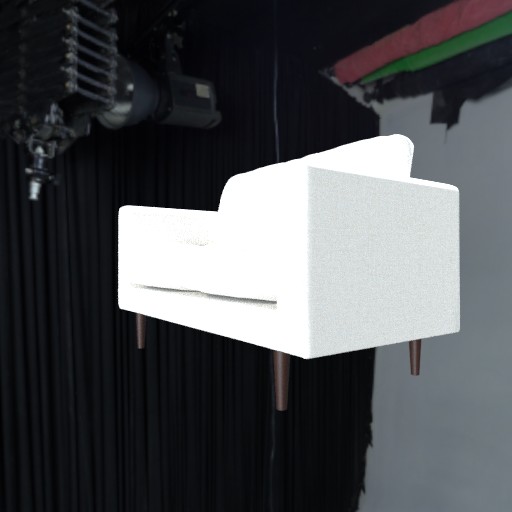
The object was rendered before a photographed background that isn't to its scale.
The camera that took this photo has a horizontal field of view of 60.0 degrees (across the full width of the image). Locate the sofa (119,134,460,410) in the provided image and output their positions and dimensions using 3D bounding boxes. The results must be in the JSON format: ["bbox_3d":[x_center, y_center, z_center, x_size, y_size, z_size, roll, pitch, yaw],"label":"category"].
[{"bbox_3d":[0.000,0.000,1.930,0.796,0.908,1.430,0,0,-36],"label":"sofa"}]
